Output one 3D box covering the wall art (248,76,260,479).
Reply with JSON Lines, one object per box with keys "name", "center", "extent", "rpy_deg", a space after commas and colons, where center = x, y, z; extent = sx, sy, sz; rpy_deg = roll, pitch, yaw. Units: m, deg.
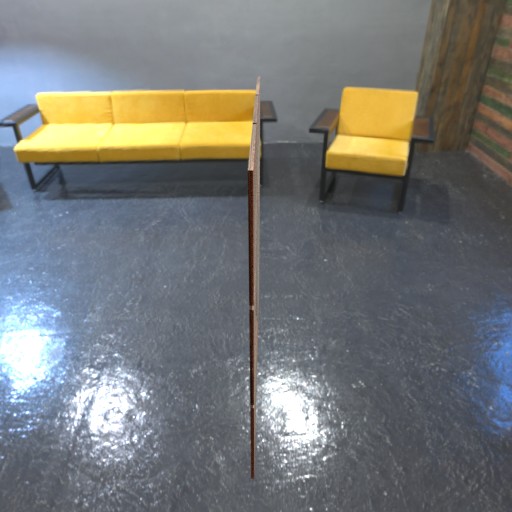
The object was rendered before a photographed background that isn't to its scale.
{"name": "wall art", "center": [0.000, 0.000, 1.860], "extent": [0.013, 1.213, 1.215], "rpy_deg": [1, 32, 1]}
